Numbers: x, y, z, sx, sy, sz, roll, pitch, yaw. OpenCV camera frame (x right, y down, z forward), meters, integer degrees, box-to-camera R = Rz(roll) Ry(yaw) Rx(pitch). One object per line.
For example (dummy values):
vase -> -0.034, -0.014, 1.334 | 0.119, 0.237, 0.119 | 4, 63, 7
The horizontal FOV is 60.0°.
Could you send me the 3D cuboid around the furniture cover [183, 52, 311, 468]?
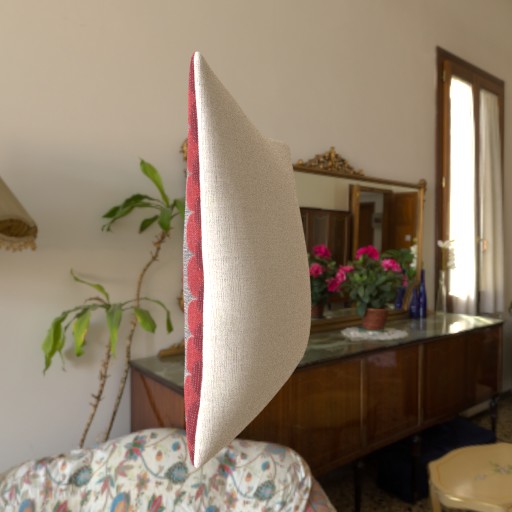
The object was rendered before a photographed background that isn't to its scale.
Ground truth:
furniture cover -> 0.000, 0.000, 0.644 | 0.145, 0.420, 0.435 | 0, 1, 16
